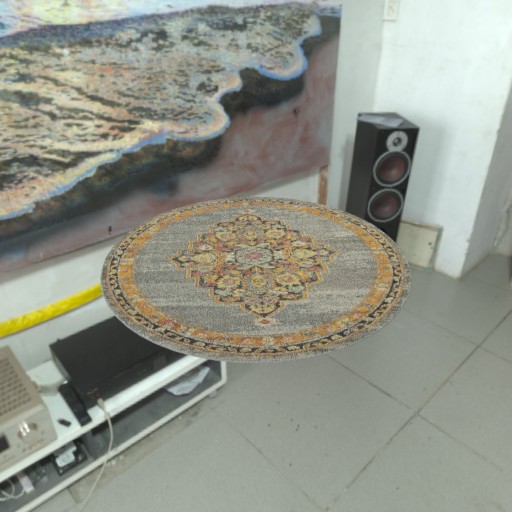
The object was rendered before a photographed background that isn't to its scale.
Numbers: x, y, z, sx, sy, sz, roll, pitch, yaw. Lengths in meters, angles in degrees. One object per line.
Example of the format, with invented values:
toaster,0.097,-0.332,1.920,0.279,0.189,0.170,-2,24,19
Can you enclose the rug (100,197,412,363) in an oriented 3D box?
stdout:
rug,0.000,0.000,3.540,2.382,0.014,2.382,0,31,0
